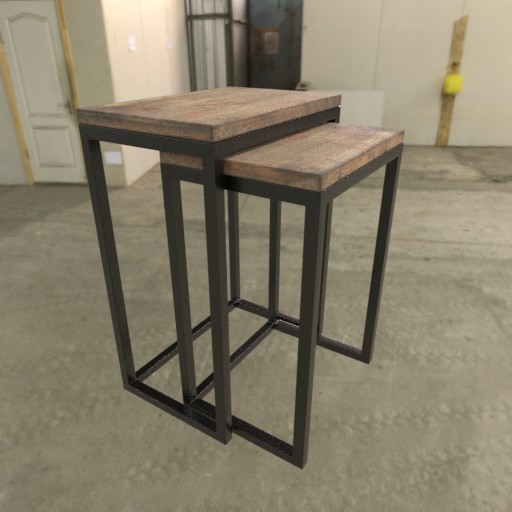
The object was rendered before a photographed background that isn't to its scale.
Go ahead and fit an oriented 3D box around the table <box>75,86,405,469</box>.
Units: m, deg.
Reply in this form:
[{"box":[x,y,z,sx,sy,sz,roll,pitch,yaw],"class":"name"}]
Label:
[{"box":[0.000,0.000,0.937,0.460,0.615,0.456,17,31,31],"class":"table"}]
